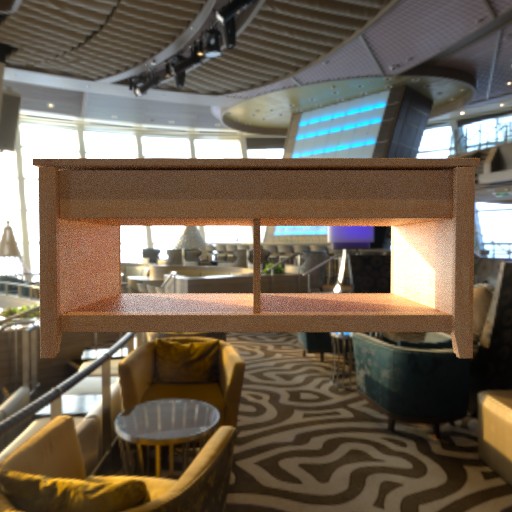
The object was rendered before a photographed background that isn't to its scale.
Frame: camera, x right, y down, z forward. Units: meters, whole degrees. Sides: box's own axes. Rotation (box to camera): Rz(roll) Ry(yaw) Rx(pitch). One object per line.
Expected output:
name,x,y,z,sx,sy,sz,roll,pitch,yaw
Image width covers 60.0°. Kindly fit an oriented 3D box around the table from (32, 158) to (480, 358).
table,0.000,0.000,1.251,1.016,0.457,0.483,0,2,0
